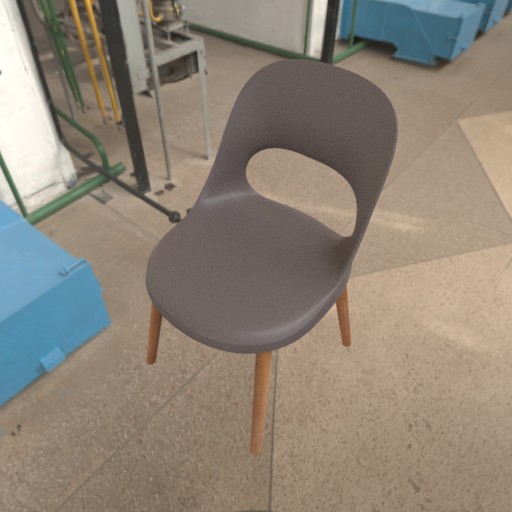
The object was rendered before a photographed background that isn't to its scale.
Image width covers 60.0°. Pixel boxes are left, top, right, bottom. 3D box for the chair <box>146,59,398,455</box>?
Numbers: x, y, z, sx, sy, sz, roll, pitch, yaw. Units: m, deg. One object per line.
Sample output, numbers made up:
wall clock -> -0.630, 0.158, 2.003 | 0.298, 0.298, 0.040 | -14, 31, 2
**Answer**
chair -> 0.000, 0.000, 1.129 | 0.470, 0.794, 0.556 | 30, 52, 27
